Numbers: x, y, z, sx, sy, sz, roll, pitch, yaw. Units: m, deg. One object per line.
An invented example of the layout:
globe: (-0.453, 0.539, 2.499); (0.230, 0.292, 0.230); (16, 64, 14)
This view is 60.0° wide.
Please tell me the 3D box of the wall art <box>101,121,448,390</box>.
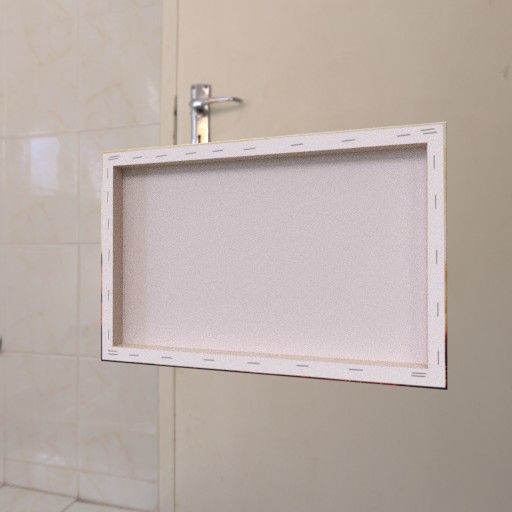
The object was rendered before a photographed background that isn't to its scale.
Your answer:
wall art: (0.000, 0.000, 0.775); (0.613, 0.402, 0.040); (0, 0, 18)
